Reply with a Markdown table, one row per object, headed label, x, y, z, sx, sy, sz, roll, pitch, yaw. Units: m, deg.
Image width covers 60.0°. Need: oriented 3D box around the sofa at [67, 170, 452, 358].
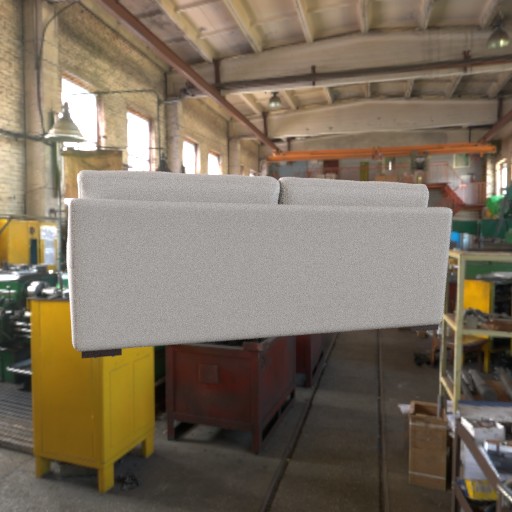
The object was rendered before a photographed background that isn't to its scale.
| label | x | y | z | sx | sy | sz | roll | pitch | yaw |
| --- | --- | --- | --- | --- | --- | --- | --- | --- | --- |
| sofa | 0.000 | 0.000 | 2.910 | 2.261 | 0.940 | 1.143 | -1 | 3 | -18 |
